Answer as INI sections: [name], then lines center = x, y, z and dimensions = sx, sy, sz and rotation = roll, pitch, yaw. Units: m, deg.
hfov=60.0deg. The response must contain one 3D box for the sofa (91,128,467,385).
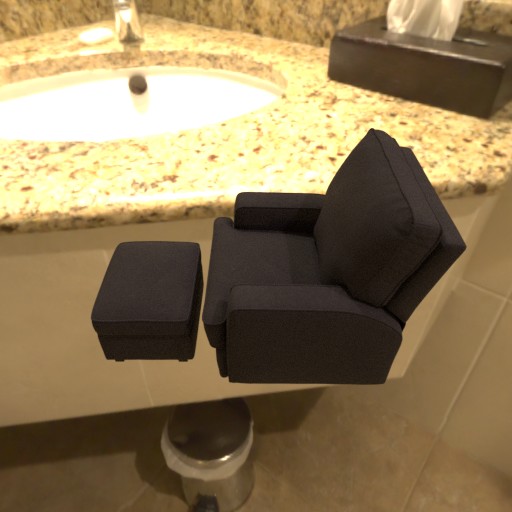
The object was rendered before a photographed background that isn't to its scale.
[sofa]
center = 0.000, 0.000, 2.048
dimensions = 1.472, 0.959, 0.861
rotation = 0, 40, 0
